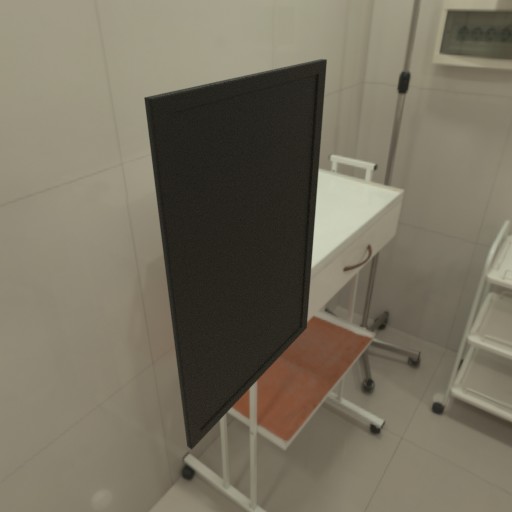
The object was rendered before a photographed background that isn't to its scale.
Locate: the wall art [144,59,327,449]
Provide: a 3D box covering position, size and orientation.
[{"bbox_3d":[0.000,0.000,0.862,0.012,0.661,0.451,20,36,30],"label":"wall art"}]
